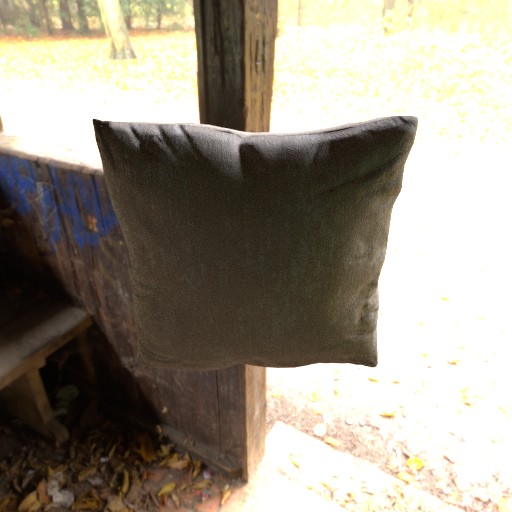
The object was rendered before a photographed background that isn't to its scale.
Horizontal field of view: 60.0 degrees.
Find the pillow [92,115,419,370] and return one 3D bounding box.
[{"bbox_3d":[0.000,0.000,0.716,0.450,0.448,0.245,1,31,2],"label":"pillow"}]
